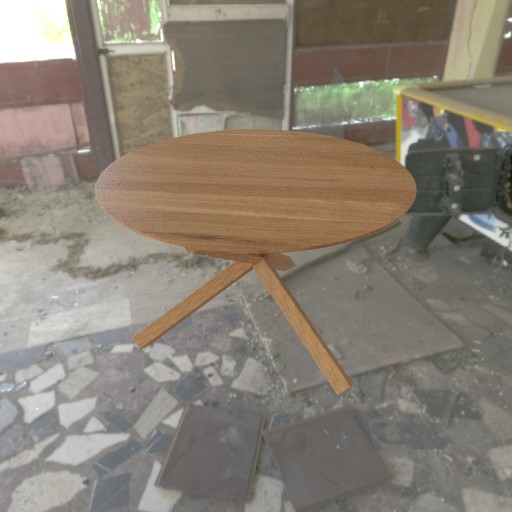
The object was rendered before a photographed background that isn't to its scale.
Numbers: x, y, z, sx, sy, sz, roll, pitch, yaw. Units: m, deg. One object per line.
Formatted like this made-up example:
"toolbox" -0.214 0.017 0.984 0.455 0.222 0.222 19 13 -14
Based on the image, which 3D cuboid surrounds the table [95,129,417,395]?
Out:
"table" 0.000 0.000 1.671 1.038 0.666 1.038 0 31 0
